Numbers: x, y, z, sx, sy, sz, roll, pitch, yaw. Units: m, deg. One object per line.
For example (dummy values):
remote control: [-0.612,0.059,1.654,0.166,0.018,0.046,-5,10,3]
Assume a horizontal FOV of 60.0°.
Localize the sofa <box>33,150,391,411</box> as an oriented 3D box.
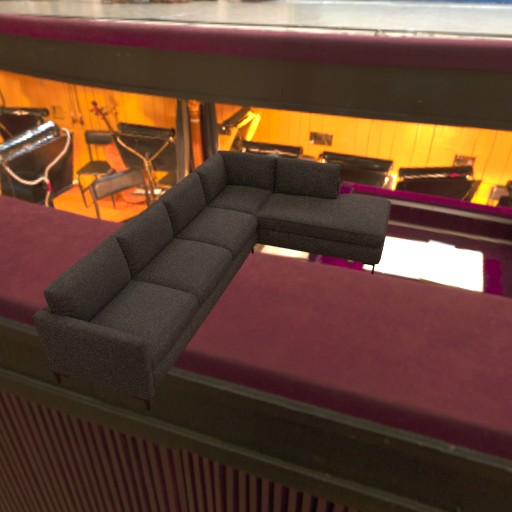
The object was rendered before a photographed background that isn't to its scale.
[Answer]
sofa: [0.000,0.000,3.776,2.007,0.815,2.949,11,34,16]
